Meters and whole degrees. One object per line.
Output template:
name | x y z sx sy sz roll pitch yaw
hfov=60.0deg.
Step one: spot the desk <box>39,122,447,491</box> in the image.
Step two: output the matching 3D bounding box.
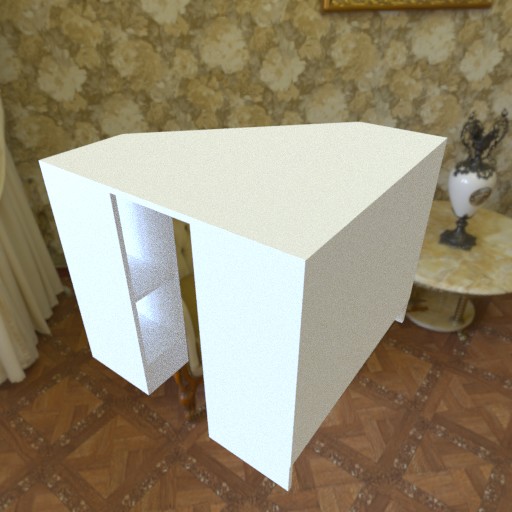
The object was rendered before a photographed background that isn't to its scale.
desk | 0.000 0.000 1.638 0.926 0.818 0.940 22 39 30
